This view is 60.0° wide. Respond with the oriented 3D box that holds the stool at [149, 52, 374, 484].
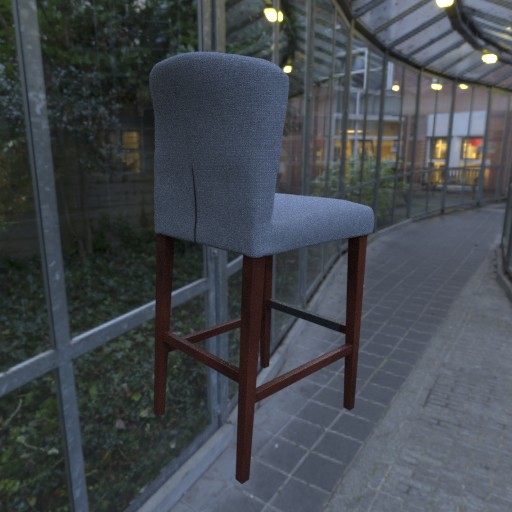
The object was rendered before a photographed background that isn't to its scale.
[{"bbox_3d":[0.000,0.000,1.358,0.568,1.069,0.486,-12,18,-42],"label":"stool"}]
